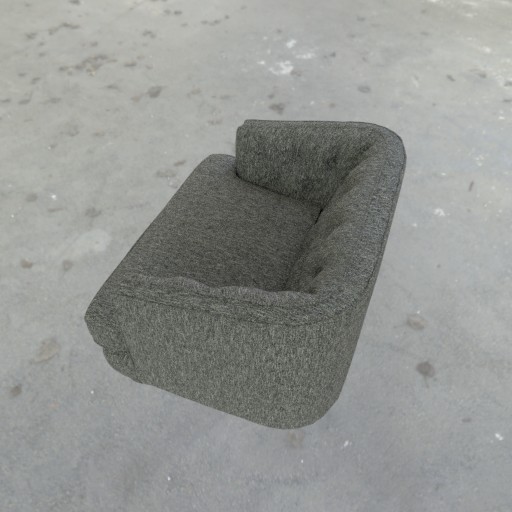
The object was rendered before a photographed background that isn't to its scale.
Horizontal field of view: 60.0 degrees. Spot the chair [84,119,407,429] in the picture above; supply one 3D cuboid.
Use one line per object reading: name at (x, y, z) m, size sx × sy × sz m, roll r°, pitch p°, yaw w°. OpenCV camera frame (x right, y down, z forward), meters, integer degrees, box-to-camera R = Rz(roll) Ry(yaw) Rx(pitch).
chair at (0.000, 0.000, 1.791) m, size 0.941 × 0.852 × 1.104 m, roll 16°, pitch 49°, yaw 14°
